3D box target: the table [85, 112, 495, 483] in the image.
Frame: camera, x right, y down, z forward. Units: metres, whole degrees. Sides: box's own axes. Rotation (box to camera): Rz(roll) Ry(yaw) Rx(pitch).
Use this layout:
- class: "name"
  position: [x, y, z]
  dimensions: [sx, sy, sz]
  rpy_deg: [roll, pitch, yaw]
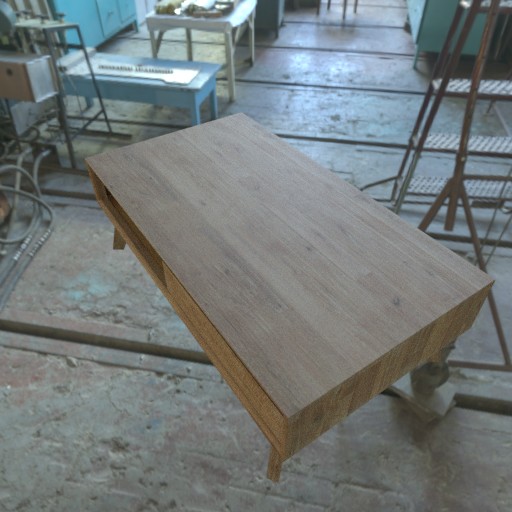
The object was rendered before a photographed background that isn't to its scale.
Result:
- class: "table"
  position: [0.000, 0.000, 2.019]
  dimensions: [0.918, 0.531, 1.619]
  rpy_deg: [-25, 48, -25]
